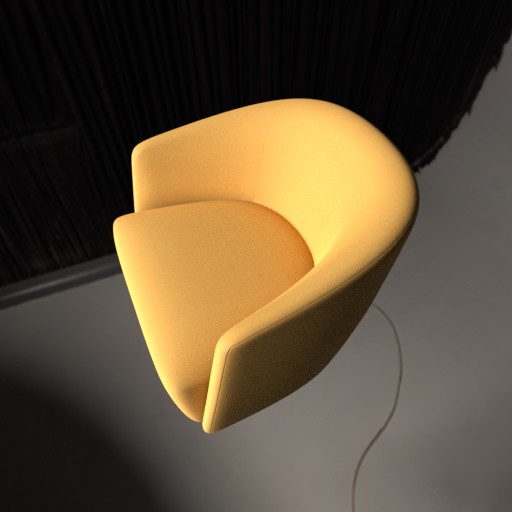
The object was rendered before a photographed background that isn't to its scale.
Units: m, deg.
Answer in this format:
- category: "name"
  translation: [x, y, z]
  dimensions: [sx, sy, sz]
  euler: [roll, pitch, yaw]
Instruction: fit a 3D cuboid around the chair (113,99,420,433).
- category: "chair"
  translation: [0.000, 0.000, 1.348]
  dimensions: [0.767, 0.698, 0.773]
  euler: [-19, 51, -16]
